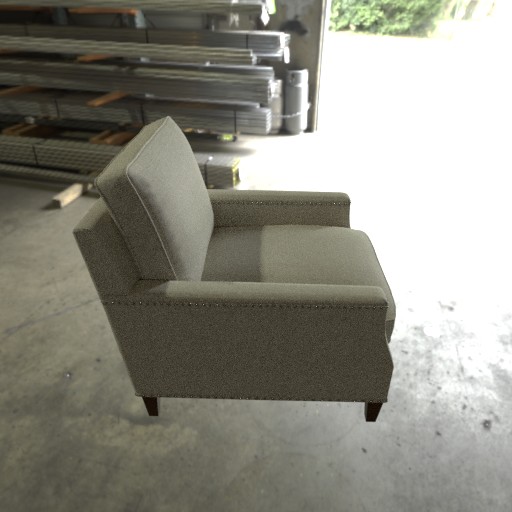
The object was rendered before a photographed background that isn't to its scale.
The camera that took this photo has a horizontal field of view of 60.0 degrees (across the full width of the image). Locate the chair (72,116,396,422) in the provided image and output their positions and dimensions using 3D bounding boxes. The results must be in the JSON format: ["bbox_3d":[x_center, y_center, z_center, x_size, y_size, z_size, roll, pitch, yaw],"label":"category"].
[{"bbox_3d":[0.000,0.000,1.759,1.014,0.943,0.853,1,31,2],"label":"chair"}]
